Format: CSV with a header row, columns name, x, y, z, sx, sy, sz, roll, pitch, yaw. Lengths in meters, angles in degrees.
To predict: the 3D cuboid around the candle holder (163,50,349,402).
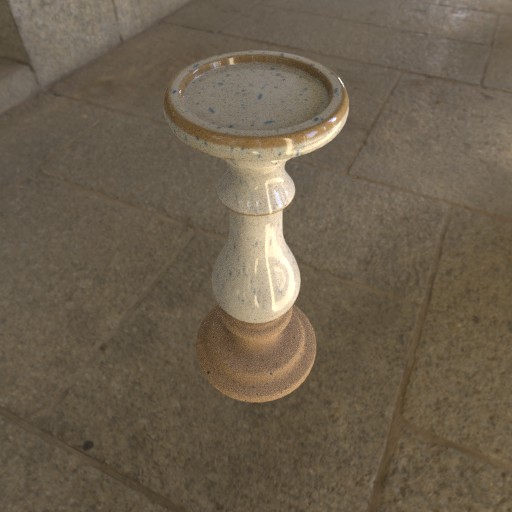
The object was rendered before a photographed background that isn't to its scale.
name,x,y,z,sx,sy,sz,roll,pitch,yaw
candle holder,0.000,0.000,0.254,0.088,0.203,0.088,0,48,0
